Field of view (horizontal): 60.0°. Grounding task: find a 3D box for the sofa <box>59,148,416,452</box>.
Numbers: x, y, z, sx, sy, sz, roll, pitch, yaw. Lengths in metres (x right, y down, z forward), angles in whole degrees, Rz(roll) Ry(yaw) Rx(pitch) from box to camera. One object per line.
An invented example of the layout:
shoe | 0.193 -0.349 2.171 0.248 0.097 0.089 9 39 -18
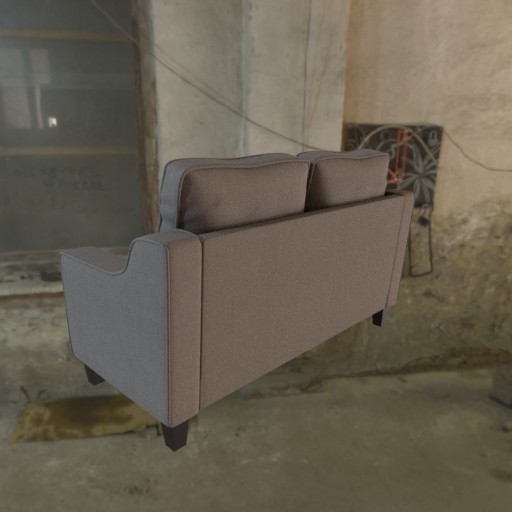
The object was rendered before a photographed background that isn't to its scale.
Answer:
sofa | 0.000 0.000 2.042 0.791 0.948 1.500 15 22 42
